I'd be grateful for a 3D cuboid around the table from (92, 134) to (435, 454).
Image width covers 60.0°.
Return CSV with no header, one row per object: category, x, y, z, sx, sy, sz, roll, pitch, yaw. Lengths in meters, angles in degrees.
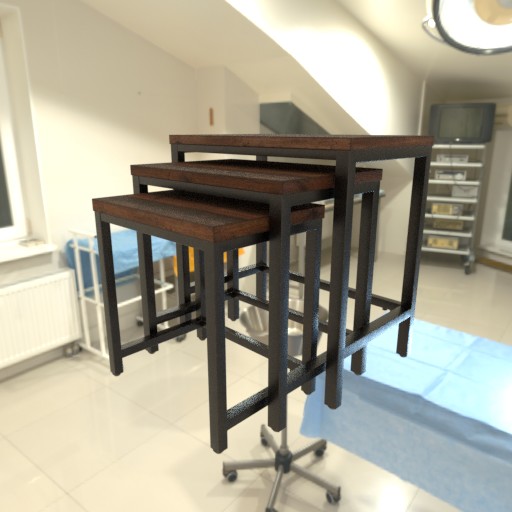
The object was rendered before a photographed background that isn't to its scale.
table,0.000,0.000,1.175,0.608,0.616,0.660,15,22,43
